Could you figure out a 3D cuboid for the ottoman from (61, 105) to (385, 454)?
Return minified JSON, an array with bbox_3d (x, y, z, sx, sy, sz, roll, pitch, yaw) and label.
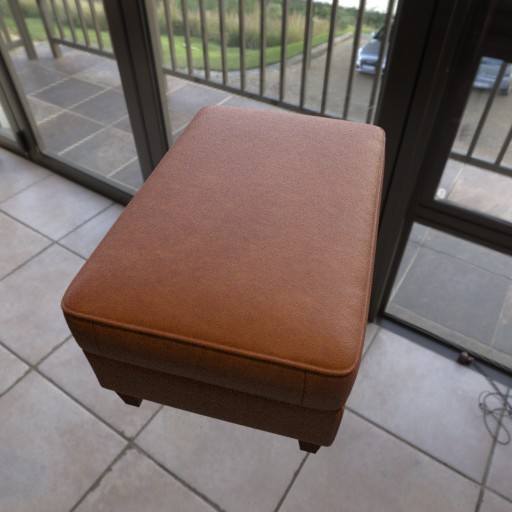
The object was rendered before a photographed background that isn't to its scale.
[{"bbox_3d":[0.000,0.000,1.185,0.584,0.483,0.864,11,46,10],"label":"ottoman"}]
